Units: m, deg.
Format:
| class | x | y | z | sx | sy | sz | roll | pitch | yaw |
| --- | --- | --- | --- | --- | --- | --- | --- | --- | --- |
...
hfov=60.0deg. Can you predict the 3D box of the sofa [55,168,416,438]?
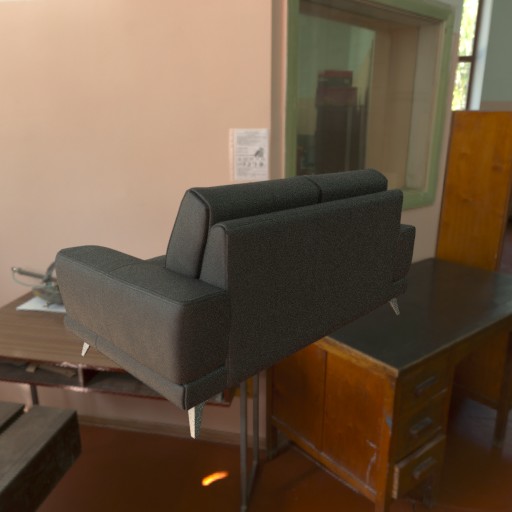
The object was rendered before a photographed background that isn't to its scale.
| class | x | y | z | sx | sy | sz | roll | pitch | yaw |
| --- | --- | --- | --- | --- | --- | --- | --- | --- | --- |
| sofa | 0.000 | 0.000 | 2.415 | 1.018 | 0.907 | 1.806 | 15 | 21 | 42 |
